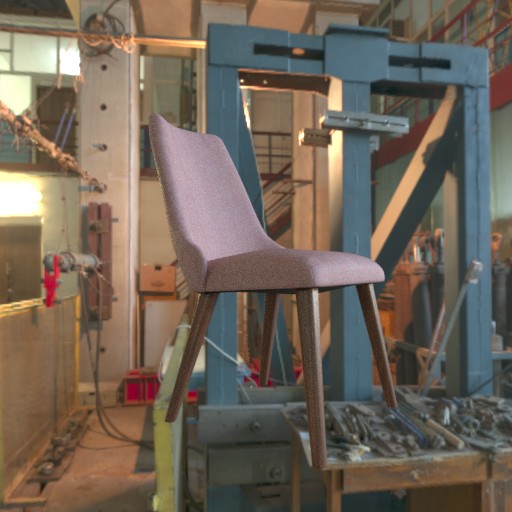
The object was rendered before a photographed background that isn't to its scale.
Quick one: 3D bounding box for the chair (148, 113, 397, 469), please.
[{"bbox_3d":[0.000,0.000,1.353,0.707,0.918,0.535,-1,-2,35],"label":"chair"}]
